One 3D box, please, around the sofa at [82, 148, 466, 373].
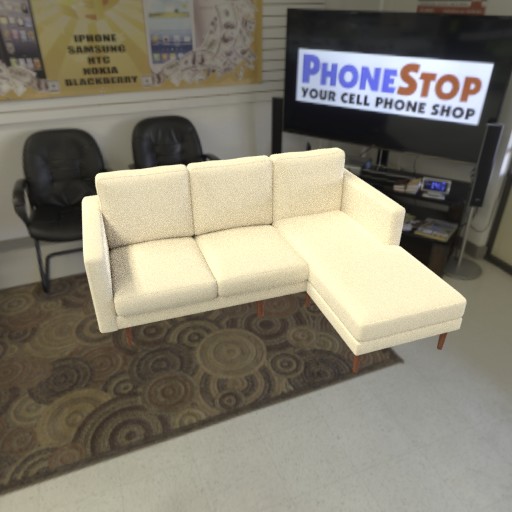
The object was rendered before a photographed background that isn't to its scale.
[{"bbox_3d":[0.000,0.000,2.844,2.029,0.899,1.580,-10,32,-16],"label":"sofa"}]
